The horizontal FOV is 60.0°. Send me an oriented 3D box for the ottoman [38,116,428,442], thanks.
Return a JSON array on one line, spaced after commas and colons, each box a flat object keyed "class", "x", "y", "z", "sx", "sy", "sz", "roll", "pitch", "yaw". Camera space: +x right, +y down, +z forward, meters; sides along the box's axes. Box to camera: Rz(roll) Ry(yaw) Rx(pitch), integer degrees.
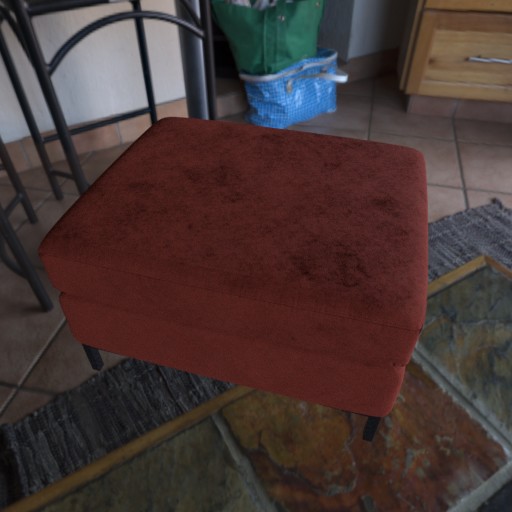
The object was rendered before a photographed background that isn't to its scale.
[{"class": "ottoman", "x": 0.000, "y": 0.000, "z": 1.170, "sx": 0.782, "sy": 0.462, "sz": 0.650, "roll": 11, "pitch": 44, "yaw": 11}]
